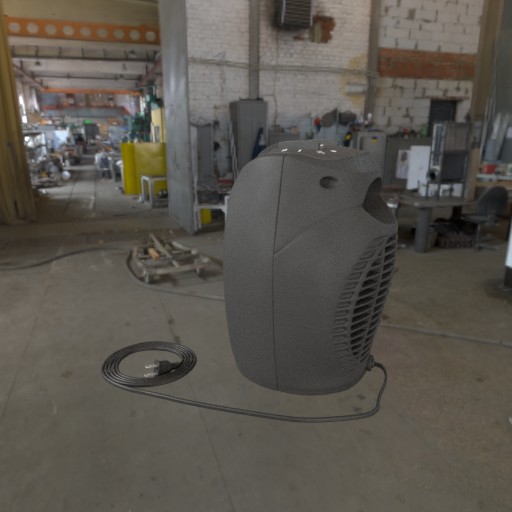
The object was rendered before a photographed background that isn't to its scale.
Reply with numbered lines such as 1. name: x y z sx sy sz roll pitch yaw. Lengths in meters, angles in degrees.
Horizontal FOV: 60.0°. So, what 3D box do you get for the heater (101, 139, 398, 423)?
1. heater: 0.000 0.000 0.471 0.291 0.240 0.239 8 18 25
